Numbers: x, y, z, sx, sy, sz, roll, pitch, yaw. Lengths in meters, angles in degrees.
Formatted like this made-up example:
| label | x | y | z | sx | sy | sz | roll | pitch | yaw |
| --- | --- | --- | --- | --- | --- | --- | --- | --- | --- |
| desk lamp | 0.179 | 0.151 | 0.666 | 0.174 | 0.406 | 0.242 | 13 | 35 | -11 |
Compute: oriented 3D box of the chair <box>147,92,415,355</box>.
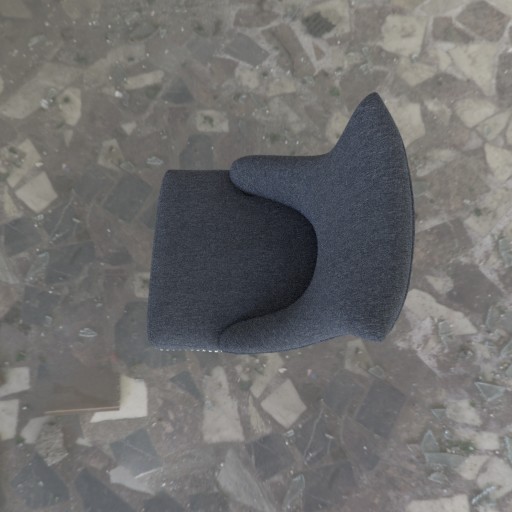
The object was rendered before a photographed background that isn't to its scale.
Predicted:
| label | x | y | z | sx | sy | sz | roll | pitch | yaw |
| --- | --- | --- | --- | --- | --- | --- | --- | --- | --- |
| chair | 0.000 | 0.000 | 1.293 | 0.629 | 0.909 | 0.566 | 2 | 77 | 1 |
